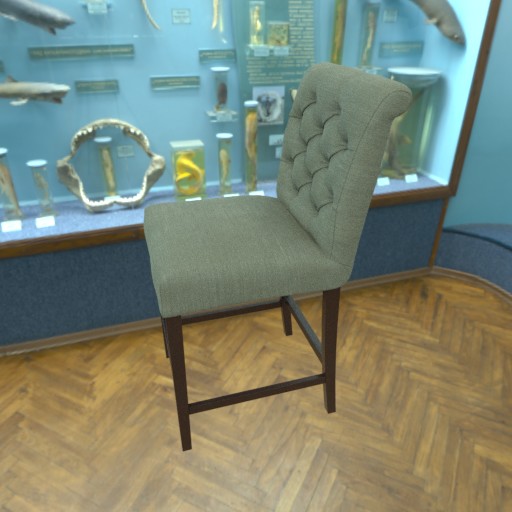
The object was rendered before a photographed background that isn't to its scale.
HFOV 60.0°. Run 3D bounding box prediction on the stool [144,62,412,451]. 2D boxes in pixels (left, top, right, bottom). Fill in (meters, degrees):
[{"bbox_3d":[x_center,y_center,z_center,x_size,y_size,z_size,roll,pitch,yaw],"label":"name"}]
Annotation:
[{"bbox_3d":[0.000,0.000,1.412,0.660,1.084,0.486,-9,31,-14],"label":"stool"}]
